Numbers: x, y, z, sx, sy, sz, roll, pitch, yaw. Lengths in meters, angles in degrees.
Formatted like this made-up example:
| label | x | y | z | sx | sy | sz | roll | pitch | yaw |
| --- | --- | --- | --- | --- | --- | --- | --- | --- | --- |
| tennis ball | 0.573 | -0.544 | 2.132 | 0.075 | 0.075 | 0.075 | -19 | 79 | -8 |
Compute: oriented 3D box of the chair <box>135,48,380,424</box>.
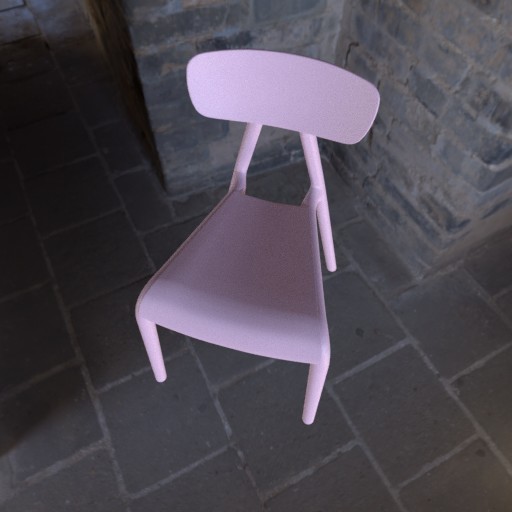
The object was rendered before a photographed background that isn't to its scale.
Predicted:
| label | x | y | z | sx | sy | sz | roll | pitch | yaw |
| --- | --- | --- | --- | --- | --- | --- | --- | --- | --- |
| chair | 0.000 | 0.000 | 0.810 | 0.356 | 0.580 | 0.401 | 13 | 59 | 8 |
